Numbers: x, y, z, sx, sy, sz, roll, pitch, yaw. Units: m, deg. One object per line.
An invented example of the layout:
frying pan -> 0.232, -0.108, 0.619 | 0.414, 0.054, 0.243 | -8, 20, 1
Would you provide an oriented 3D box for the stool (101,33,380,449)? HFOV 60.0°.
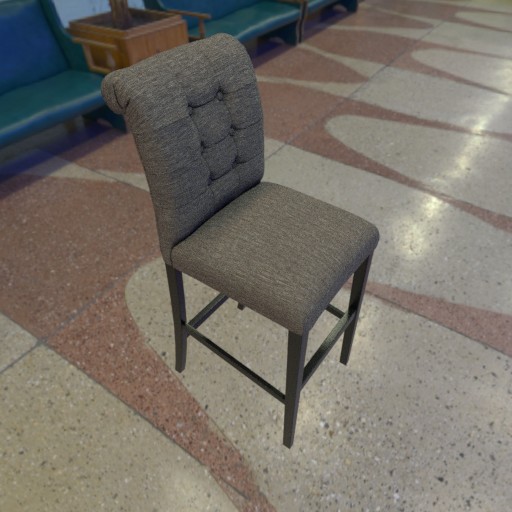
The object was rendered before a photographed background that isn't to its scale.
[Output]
stool -> 0.000, 0.000, 1.382 | 0.613, 1.131, 0.452 | 25, 47, 26
